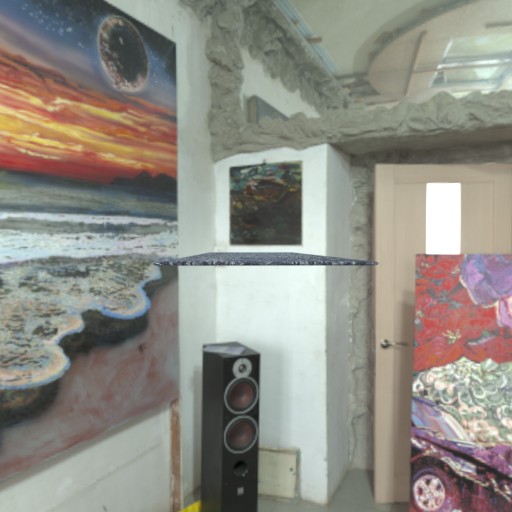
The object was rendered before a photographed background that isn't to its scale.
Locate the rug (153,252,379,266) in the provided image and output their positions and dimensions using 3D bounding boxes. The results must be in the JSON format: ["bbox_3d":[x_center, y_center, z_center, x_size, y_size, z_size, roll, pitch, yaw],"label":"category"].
[{"bbox_3d":[0.000,0.000,2.516,0.719,0.013,2.306,0,1,-2],"label":"rug"}]
